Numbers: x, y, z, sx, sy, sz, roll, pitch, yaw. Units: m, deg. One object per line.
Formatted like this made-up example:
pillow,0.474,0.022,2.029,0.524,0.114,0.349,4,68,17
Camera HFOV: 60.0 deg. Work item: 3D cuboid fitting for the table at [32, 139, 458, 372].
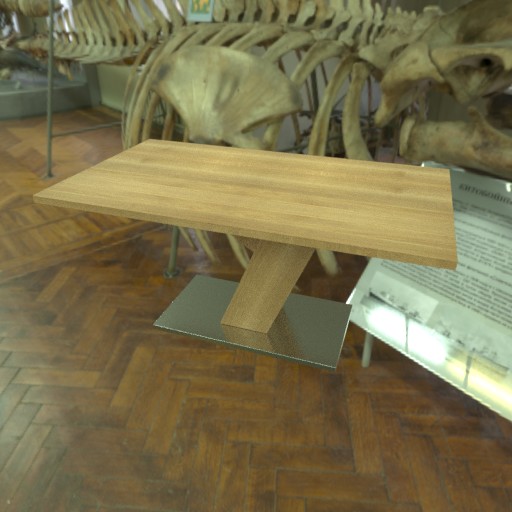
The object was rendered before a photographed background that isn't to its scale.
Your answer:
table,0.000,0.000,2.117,1.600,0.750,0.900,10,31,17
